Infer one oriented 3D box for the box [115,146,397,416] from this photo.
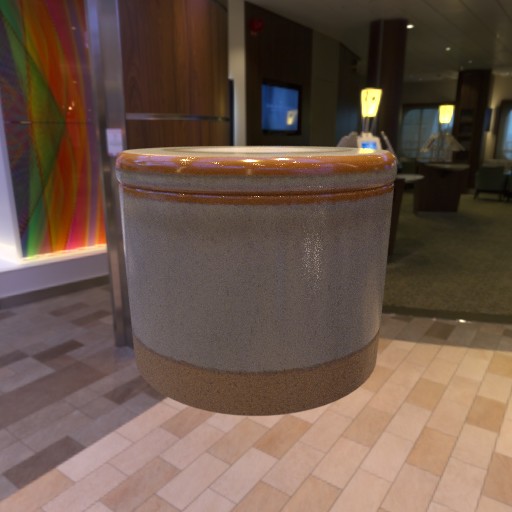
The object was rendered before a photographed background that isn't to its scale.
[{"bbox_3d":[0.000,0.000,0.213,0.123,0.100,0.123,0,15,0],"label":"box"}]
